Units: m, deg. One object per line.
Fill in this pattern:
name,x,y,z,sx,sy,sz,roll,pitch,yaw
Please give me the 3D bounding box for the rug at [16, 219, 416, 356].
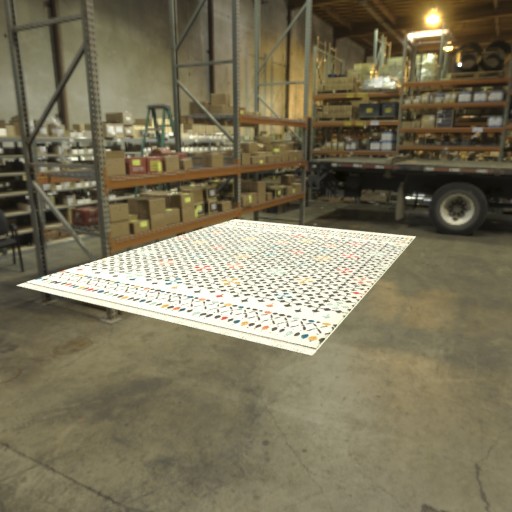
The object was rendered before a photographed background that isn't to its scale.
rug,0.000,0.000,2.015,1.146,0.006,1.556,8,17,27
